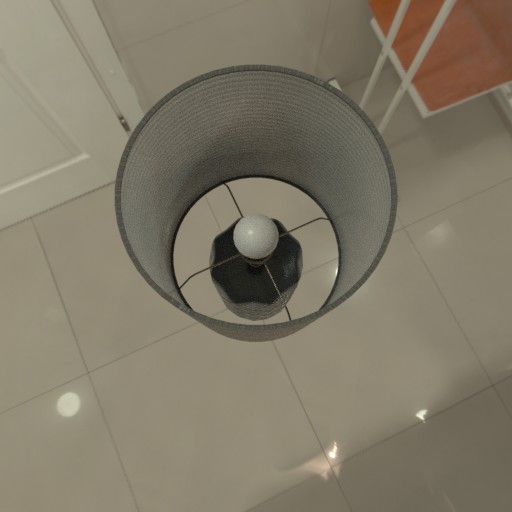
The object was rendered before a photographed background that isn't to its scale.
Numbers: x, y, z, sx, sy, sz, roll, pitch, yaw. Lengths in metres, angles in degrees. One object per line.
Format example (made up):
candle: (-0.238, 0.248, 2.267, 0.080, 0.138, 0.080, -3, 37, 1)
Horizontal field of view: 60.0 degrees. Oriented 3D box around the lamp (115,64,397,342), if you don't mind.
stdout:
lamp: (0.000, 0.000, 0.697, 0.268, 0.566, 0.269, -24, 78, -6)
